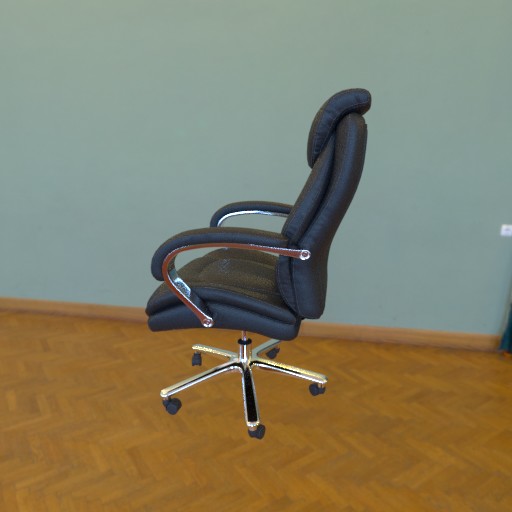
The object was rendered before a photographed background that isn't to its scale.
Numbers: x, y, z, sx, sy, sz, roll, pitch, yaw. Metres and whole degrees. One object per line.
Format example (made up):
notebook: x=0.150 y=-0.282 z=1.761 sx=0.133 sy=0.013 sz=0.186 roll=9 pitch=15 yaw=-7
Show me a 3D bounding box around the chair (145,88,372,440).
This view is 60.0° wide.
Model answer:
chair: x=0.000 y=0.000 z=1.730 sx=0.790 sy=1.183 sz=0.755 roll=3 pitch=15 yaw=10
